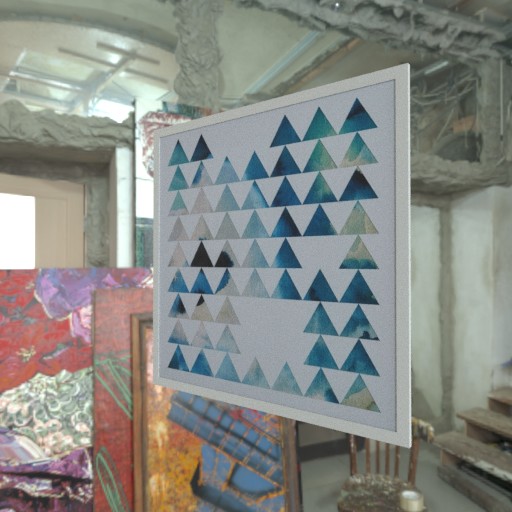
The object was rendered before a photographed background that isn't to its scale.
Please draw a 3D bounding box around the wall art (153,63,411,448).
[{"bbox_3d":[0.000,0.000,0.663,0.456,0.456,0.007,0,-1,37],"label":"wall art"}]
